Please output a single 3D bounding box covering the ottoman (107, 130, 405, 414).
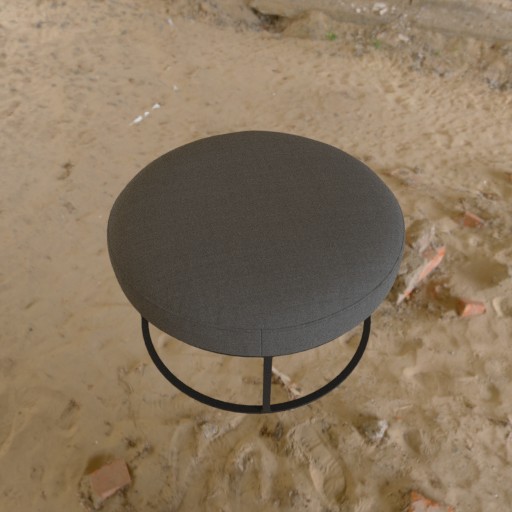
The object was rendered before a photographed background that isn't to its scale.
[{"bbox_3d":[0.000,0.000,1.273,0.772,0.460,0.772,0,46,0],"label":"ottoman"}]
